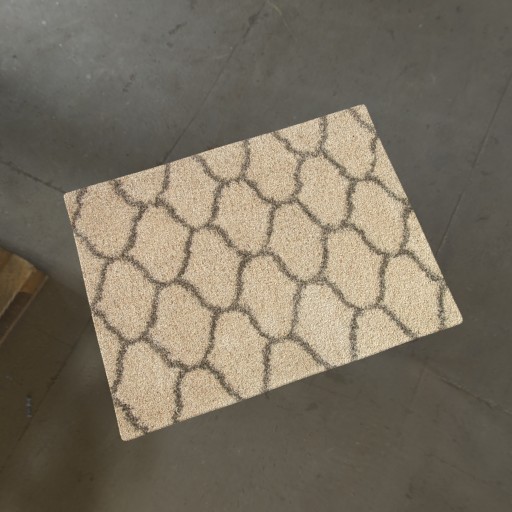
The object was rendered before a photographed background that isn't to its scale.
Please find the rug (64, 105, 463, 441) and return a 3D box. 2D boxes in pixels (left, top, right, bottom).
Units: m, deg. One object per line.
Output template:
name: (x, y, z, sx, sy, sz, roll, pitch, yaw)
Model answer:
rug: (0.000, 0.000, 2.104, 1.600, 0.025, 1.200, -18, 75, -5)
